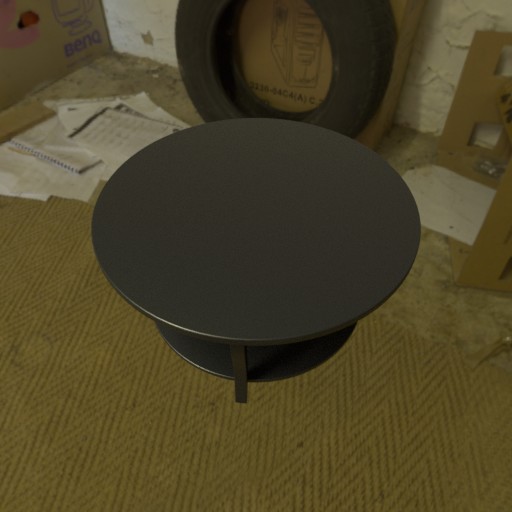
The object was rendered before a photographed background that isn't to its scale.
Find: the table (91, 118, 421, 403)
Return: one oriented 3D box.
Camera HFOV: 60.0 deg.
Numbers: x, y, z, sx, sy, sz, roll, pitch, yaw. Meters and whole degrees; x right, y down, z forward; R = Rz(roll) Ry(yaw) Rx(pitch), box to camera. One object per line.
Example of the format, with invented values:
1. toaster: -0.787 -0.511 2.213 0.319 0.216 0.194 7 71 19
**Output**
1. table: 0.000 0.000 1.433 0.914 0.457 0.914 0 47 0
